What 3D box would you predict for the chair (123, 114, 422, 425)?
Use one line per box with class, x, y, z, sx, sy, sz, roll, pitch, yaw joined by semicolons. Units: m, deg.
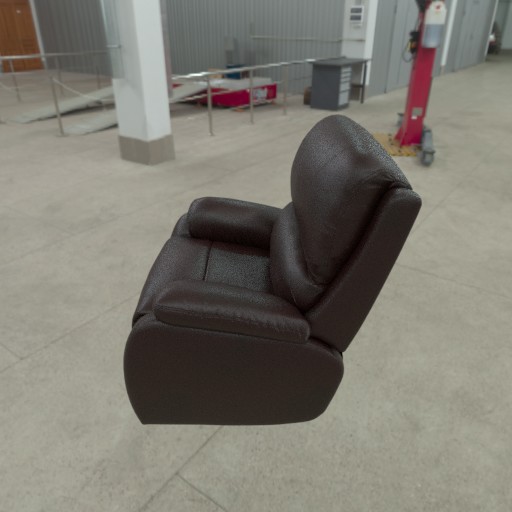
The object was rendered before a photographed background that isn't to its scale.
chair;0.000;0.000;1.739;0.899;1.011;0.930;0;28;1
